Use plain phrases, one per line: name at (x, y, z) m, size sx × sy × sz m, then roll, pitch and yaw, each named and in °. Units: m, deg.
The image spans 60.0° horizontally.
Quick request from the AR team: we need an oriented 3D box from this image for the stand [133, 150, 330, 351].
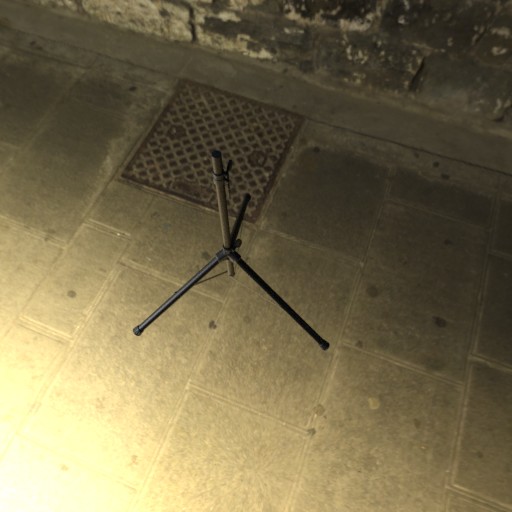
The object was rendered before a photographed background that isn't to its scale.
stand at (0.000, 0.000, 1.895) m, size 0.907 × 1.136 × 1.045 m, roll 33°, pitch 68°, yaw 15°
